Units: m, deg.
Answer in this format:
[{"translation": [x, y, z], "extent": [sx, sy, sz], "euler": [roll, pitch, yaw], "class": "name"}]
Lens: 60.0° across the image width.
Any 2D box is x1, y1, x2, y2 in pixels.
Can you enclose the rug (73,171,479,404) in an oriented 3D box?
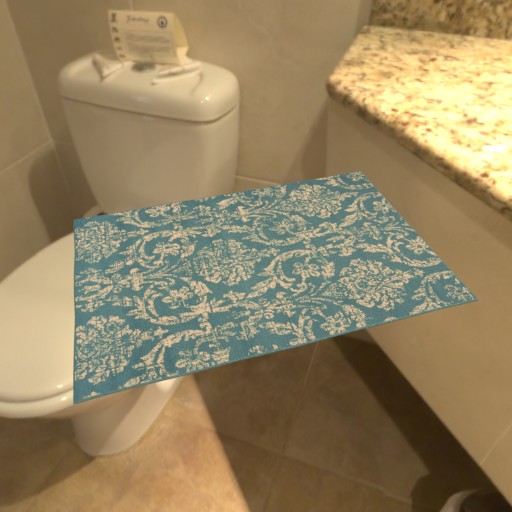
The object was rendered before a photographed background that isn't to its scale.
[{"translation": [0.000, 0.000, 2.326], "extent": [1.833, 0.012, 1.211], "euler": [-12, 43, -13], "class": "rug"}]
